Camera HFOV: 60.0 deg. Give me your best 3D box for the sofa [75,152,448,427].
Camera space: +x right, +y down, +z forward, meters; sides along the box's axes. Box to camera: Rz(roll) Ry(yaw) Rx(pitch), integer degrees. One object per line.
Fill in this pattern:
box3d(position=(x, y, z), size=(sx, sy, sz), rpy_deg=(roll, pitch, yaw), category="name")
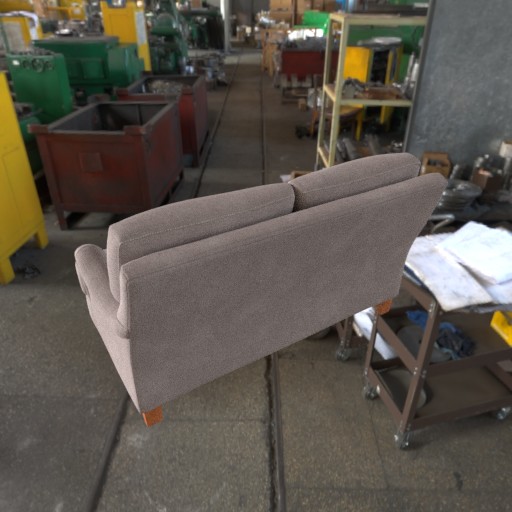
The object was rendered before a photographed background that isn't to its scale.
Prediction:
box3d(position=(0.000, 0.000, 2.560), size=(1.853, 1.101, 1.084), rpy_deg=(-18, 35, -28), category="sofa")
